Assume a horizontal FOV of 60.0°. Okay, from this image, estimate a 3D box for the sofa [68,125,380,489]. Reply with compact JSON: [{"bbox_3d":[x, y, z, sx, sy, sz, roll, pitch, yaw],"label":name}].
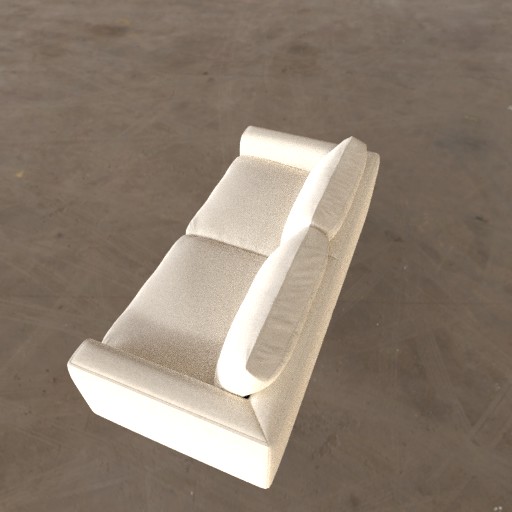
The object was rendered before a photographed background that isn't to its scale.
[{"bbox_3d":[0.000,0.000,2.739,1.070,0.801,2.262,17,50,15],"label":"sofa"}]
